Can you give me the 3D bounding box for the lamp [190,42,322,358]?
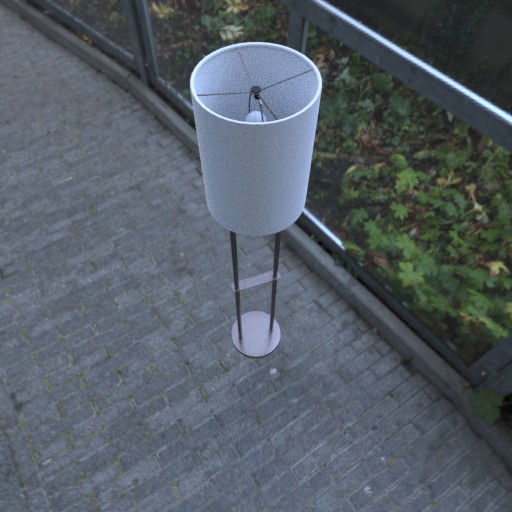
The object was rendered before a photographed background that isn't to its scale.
[{"bbox_3d":[0.000,0.000,1.656,0.306,1.500,0.305,-17,59,-11],"label":"lamp"}]
